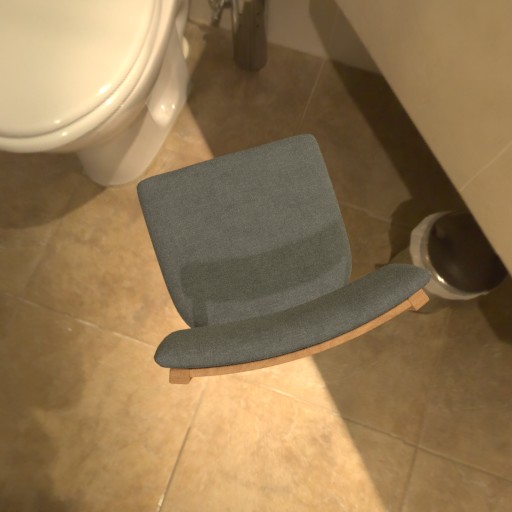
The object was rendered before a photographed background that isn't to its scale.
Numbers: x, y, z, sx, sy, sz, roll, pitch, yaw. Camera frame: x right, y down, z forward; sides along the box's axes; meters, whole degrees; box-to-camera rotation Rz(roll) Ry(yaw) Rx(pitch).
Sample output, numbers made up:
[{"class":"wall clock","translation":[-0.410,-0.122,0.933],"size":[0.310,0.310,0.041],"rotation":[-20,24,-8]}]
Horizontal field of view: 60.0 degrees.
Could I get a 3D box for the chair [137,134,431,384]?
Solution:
[{"class":"chair","translation":[0.000,0.000,1.174],"size":[0.508,0.832,0.572],"rotation":[-17,76,-4]}]
